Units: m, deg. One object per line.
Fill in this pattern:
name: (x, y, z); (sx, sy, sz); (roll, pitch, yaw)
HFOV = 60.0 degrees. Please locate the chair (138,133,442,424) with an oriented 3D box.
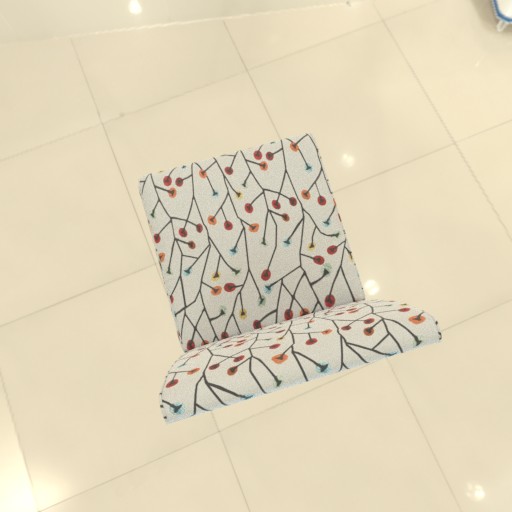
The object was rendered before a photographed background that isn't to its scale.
chair: (0.000, 0.000, 1.325); (0.597, 0.813, 0.732); (-16, 76, -4)
